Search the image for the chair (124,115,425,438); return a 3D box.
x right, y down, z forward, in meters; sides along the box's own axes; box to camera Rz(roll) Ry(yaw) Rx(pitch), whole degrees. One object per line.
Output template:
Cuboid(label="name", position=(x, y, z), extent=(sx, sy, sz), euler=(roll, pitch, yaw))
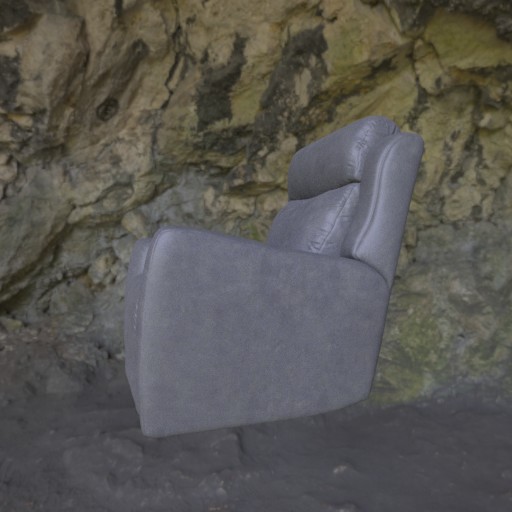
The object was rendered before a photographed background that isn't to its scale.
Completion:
Cuboid(label="chair", position=(0.000, 0.000, 1.896), extent=(1.068, 1.116, 0.967), euler=(0, 0, -19))
